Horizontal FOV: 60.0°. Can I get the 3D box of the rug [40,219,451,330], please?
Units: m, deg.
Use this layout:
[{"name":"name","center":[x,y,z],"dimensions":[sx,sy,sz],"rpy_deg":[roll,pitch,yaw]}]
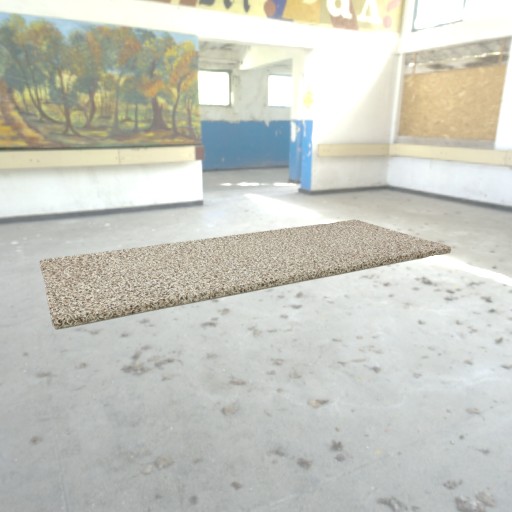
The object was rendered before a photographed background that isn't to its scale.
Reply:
[{"name":"rug","center":[0.000,0.000,1.754],"dimensions":[1.524,0.030,0.609],"rpy_deg":[-9,19,-27]}]
